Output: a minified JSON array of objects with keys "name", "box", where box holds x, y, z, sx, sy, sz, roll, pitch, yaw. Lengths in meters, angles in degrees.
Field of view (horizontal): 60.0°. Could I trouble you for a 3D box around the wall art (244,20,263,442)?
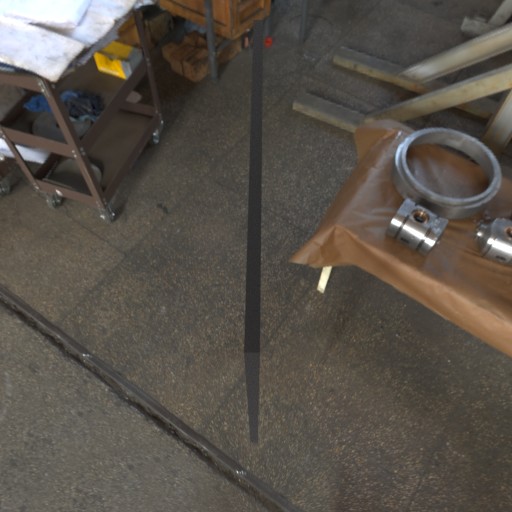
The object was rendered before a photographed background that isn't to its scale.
[{"name":"wall art","box":[0.000,0.000,0.666,0.013,0.458,0.456,1,59,0]}]
